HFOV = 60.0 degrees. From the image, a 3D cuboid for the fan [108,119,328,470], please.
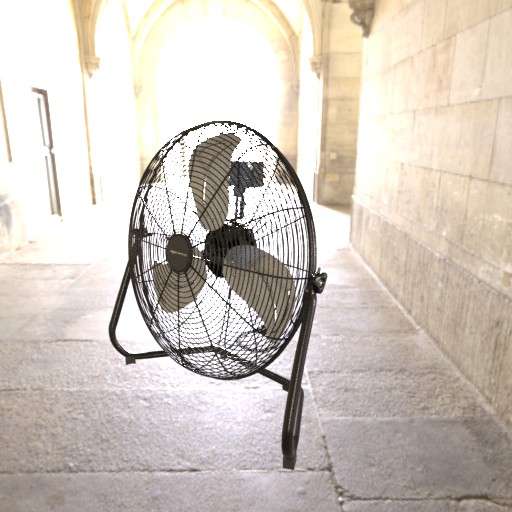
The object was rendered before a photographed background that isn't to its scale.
[{"bbox_3d":[0.000,0.000,1.035,0.595,0.605,0.470,14,21,42],"label":"fan"}]
